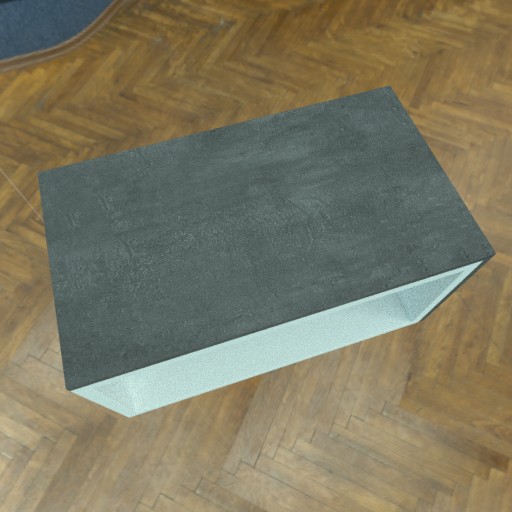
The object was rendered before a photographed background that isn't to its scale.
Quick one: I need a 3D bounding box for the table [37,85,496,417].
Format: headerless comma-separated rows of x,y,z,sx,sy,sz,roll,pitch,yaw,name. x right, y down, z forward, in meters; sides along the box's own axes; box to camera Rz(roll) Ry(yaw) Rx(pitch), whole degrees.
0.000,0.000,0.920,0.700,0.350,0.400,-16,65,-8,table
